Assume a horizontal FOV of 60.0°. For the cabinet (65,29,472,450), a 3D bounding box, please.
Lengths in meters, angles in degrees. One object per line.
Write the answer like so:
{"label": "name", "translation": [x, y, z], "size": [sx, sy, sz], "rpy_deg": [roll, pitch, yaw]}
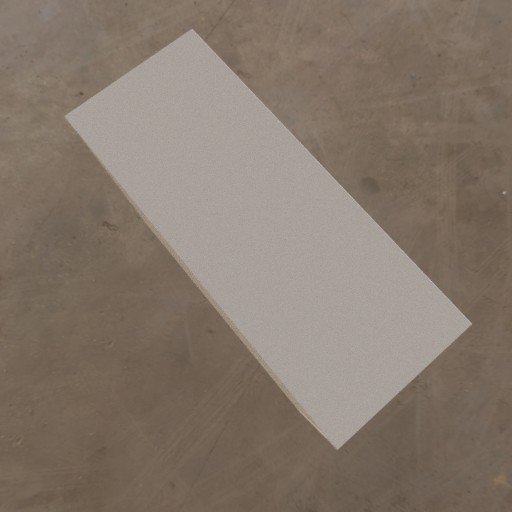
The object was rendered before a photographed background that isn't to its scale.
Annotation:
{"label": "cabinet", "translation": [0.000, 0.000, 1.421], "size": [0.400, 0.800, 1.000], "rpy_deg": [-39, 79, -9]}
